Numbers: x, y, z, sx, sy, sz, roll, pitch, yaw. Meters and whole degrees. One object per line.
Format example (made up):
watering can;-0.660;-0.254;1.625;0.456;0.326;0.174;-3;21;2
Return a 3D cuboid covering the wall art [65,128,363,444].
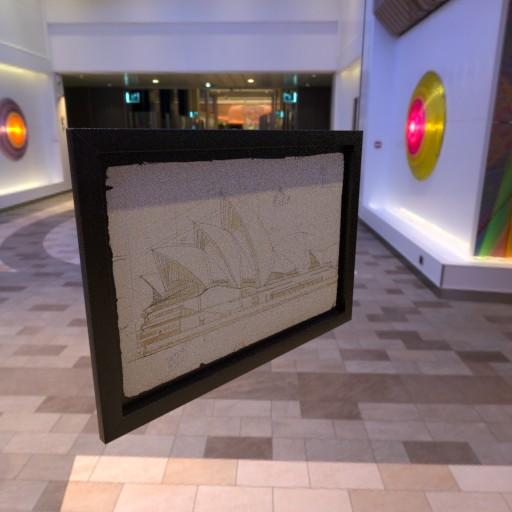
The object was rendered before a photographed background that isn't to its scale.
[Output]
wall art;0.000;0.000;0.559;0.440;0.306;0.013;-15;21;-43
